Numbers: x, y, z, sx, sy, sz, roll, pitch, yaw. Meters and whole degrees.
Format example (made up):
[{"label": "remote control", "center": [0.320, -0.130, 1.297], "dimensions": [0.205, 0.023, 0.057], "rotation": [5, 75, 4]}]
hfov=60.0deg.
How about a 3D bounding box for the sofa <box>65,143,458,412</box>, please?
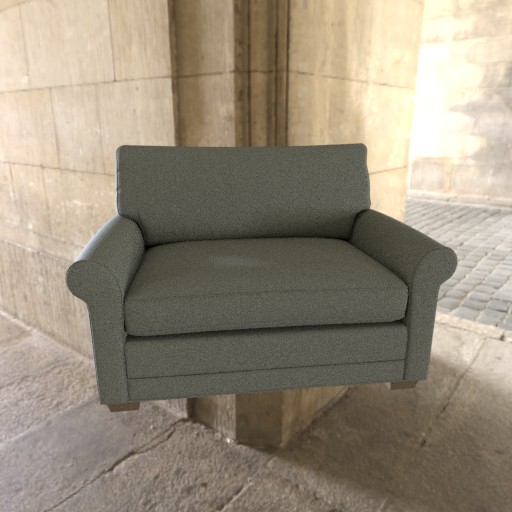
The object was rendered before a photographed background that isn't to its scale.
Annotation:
[{"label": "sofa", "center": [0.000, 0.000, 2.006], "dimensions": [1.410, 0.953, 0.940], "rotation": [-2, 17, -7]}]
